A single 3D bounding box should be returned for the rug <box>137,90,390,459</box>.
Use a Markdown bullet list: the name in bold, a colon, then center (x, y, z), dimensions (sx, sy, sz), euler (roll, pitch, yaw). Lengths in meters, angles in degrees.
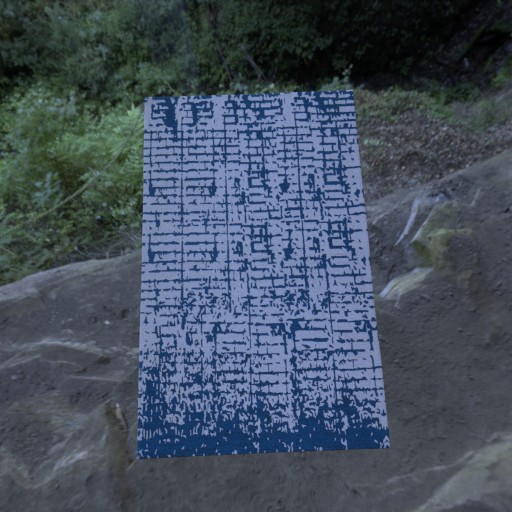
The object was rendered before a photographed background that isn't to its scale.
- **rug**: center (0.000, 0.000, 2.937), dimensions (1.517, 0.011, 2.435), euler (-2, 76, -1)
